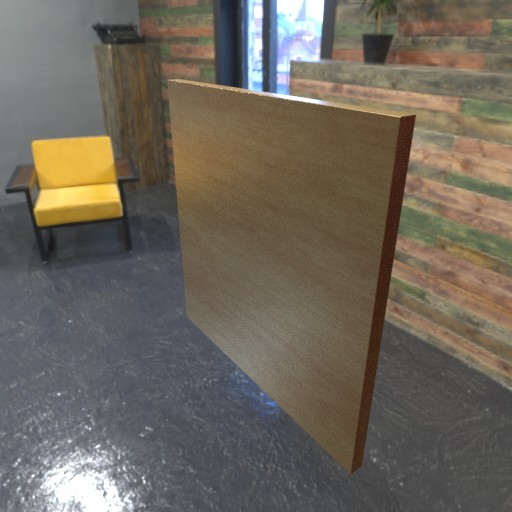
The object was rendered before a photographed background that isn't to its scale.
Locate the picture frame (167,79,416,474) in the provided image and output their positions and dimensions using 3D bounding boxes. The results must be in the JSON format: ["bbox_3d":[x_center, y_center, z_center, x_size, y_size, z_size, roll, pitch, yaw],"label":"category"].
[{"bbox_3d":[0.000,0.000,1.092,0.037,0.761,0.758,-18,31,-32],"label":"picture frame"}]
